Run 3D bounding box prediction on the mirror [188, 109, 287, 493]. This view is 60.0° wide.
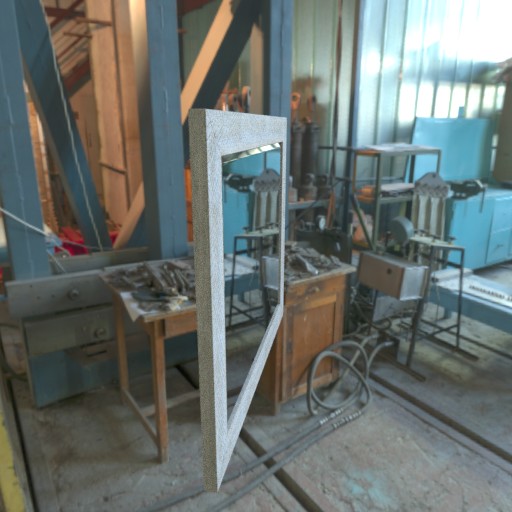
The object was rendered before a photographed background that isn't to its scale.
[{"bbox_3d":[0.000,0.000,1.132,0.028,0.689,0.839,3,17,11],"label":"mirror"}]
